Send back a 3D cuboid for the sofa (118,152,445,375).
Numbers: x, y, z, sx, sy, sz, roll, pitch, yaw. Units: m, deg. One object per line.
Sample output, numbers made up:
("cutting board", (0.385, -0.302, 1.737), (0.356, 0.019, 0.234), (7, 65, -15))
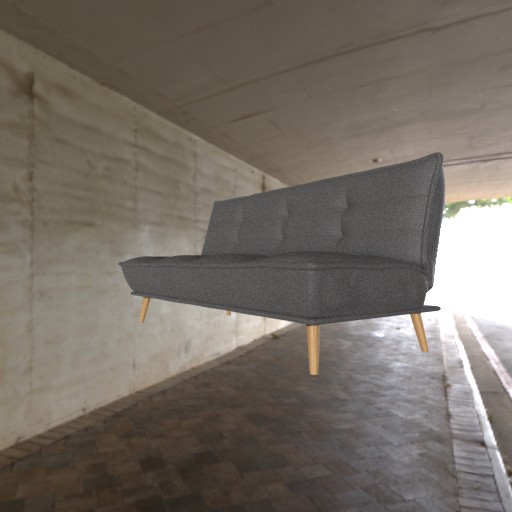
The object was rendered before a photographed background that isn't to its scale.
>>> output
("sofa", (0.000, 0.000, 2.522), (0.950, 0.890, 1.940), (1, -1, -36))
